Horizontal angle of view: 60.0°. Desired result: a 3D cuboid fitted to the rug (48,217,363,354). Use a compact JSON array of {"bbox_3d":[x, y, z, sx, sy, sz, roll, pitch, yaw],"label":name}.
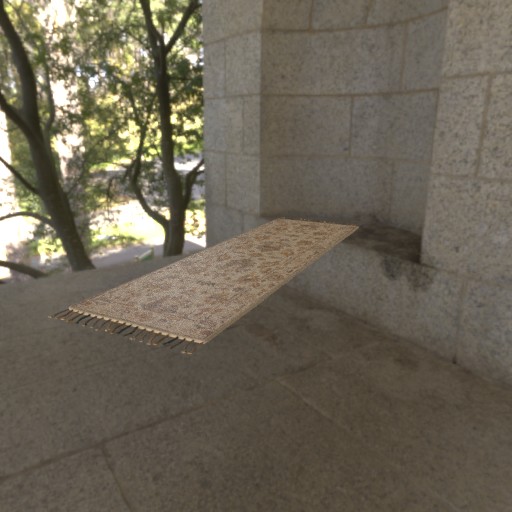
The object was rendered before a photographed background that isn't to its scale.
[{"bbox_3d":[0.000,0.000,2.744,0.729,0.021,2.438,8,18,26],"label":"rug"}]
